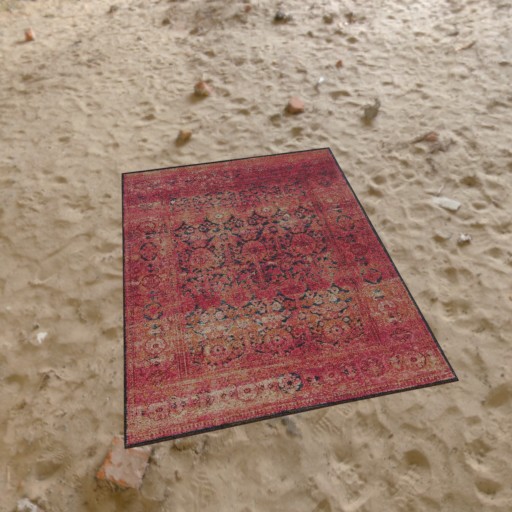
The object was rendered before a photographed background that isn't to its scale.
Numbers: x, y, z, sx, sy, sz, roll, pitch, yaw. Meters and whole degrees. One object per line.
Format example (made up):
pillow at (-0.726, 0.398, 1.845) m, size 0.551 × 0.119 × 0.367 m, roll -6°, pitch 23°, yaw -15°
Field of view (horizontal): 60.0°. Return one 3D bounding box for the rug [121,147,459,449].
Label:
rug at (0.000, 0.000, 4.076) m, size 2.411 × 0.020 × 3.032 m, roll -9°, pitch 48°, yaw -8°
